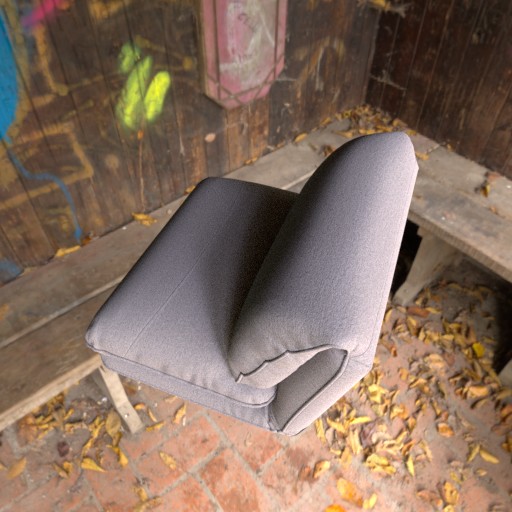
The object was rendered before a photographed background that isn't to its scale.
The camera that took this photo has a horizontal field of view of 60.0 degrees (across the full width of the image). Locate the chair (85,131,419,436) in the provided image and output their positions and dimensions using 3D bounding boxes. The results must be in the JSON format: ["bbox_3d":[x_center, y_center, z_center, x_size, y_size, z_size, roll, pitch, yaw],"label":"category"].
[{"bbox_3d":[0.000,0.000,1.345,0.780,0.580,0.820,16,48,15],"label":"chair"}]
